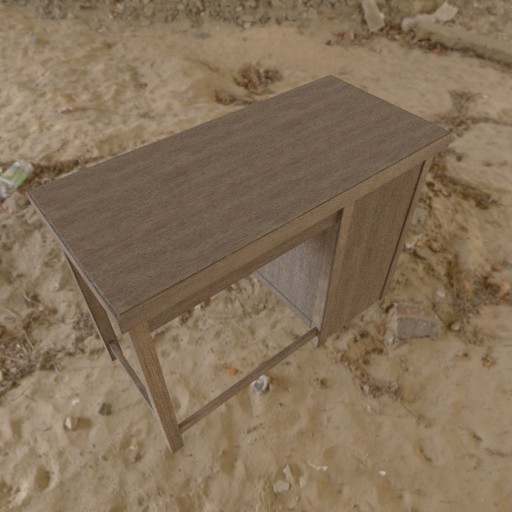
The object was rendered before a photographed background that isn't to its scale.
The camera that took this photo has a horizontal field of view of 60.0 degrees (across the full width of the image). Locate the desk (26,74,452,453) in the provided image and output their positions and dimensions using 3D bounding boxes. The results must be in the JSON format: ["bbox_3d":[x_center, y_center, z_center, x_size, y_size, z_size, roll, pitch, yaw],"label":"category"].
[{"bbox_3d":[0.000,0.000,1.772,1.289,0.912,0.610,-30,53,-26],"label":"desk"}]
